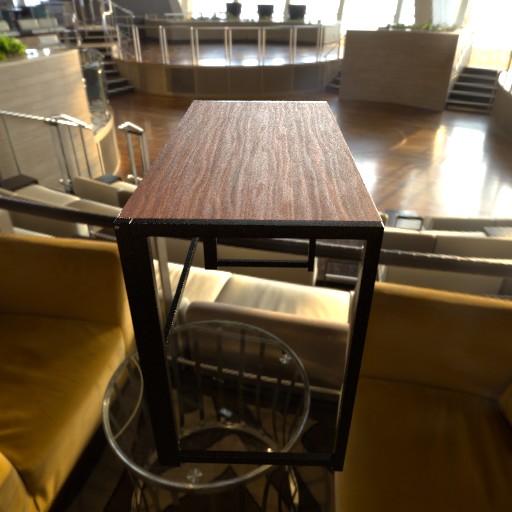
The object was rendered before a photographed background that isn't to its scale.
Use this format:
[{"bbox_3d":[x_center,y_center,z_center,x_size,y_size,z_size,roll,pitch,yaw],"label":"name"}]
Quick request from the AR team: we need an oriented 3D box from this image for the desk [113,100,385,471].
[{"bbox_3d":[0.000,0.000,1.456,0.508,0.762,1.016,1,32,1],"label":"desk"}]
